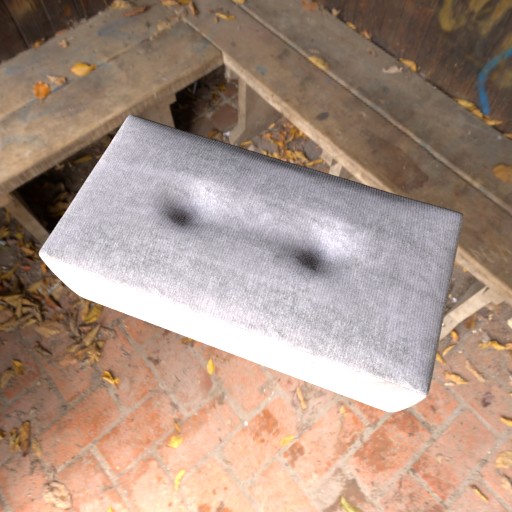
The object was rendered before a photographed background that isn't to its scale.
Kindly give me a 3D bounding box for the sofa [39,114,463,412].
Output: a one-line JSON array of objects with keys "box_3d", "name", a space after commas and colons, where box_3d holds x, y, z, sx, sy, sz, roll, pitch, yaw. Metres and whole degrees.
[{"box_3d": [0.000, 0.000, 1.160, 0.930, 0.330, 0.480, 19, 66, 9], "name": "sofa"}]
